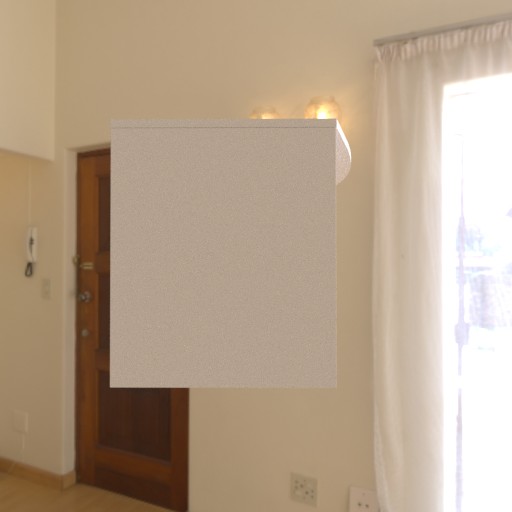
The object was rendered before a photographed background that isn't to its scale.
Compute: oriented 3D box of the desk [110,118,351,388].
[{"bbox_3d":[0.000,0.000,2.034,0.802,0.750,1.600,0,-1,1],"label":"desk"}]
